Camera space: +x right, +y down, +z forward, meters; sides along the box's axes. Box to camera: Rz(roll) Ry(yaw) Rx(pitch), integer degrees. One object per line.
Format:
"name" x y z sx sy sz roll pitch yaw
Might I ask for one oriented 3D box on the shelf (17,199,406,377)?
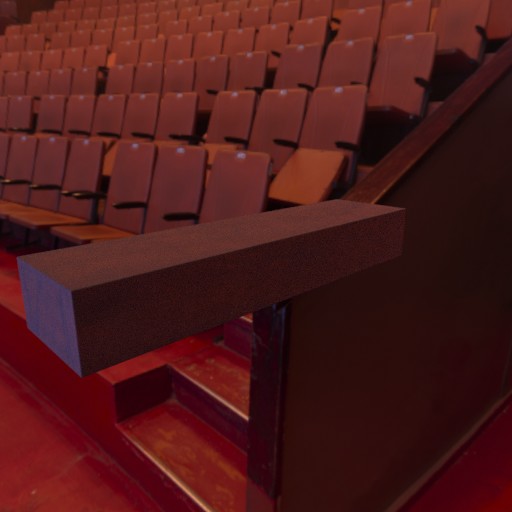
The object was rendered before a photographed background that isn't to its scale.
"shelf" 0.000 0.000 0.664 0.607 0.088 0.152 -15 22 -42
